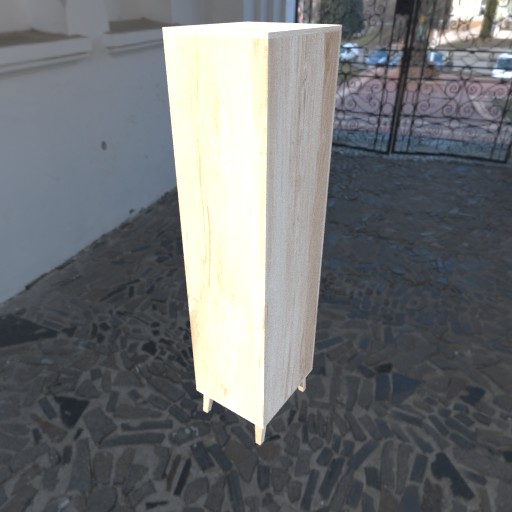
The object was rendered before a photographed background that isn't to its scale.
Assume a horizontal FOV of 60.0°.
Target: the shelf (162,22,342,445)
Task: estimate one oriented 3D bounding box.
[{"bbox_3d":[0.000,0.000,2.126,0.450,1.960,0.510,20,36,30],"label":"shelf"}]
